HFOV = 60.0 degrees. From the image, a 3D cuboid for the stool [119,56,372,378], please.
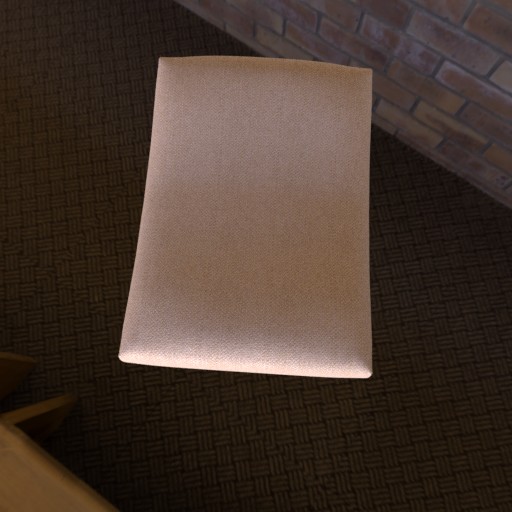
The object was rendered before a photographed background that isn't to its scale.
[{"bbox_3d":[0.000,0.000,1.006,0.372,0.742,0.504,4,76,1],"label":"stool"}]
